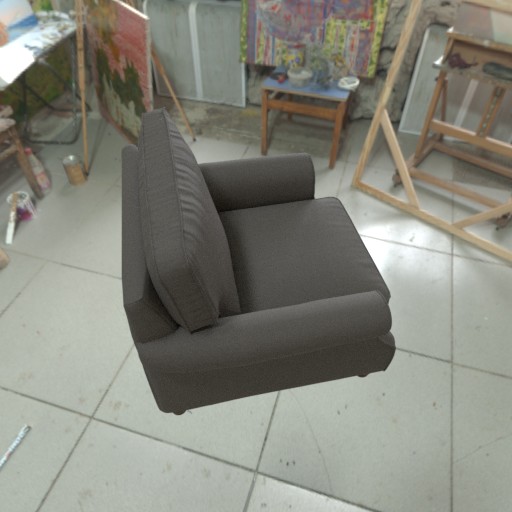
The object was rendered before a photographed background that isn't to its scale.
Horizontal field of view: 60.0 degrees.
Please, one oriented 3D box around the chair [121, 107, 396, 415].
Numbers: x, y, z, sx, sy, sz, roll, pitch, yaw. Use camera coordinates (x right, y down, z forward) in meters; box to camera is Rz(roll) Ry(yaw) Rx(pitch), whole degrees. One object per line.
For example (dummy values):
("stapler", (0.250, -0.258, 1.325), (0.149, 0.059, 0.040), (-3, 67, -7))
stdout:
("chair", (0.000, 0.000, 1.811), (0.966, 0.967, 1.029), (-9, 47, -8))
